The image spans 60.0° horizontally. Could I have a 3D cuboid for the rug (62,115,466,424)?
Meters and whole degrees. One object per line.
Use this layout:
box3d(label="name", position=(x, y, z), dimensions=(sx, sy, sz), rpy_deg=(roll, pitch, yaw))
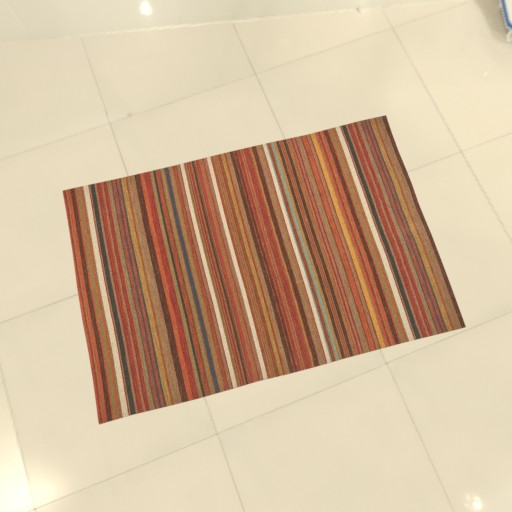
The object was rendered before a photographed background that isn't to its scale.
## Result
box3d(label="rug", position=(0.000, 0.000, 2.276), dimensions=(1.828, 0.007, 1.217), rpy_deg=(-14, 76, -4))
